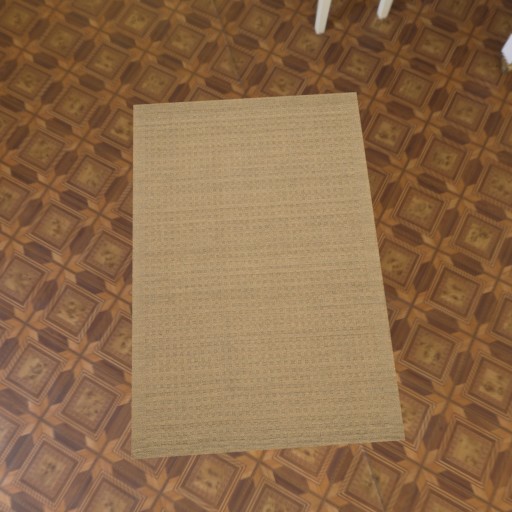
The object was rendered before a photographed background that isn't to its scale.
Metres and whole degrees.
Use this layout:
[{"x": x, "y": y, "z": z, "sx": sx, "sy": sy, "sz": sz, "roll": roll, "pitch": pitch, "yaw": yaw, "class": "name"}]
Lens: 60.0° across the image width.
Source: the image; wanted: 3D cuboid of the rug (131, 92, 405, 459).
[{"x": 0.000, "y": 0.000, "z": 3.568, "sx": 1.981, "sy": 0.006, "sz": 2.895, "roll": -4, "pitch": 75, "yaw": -1, "class": "rug"}]
